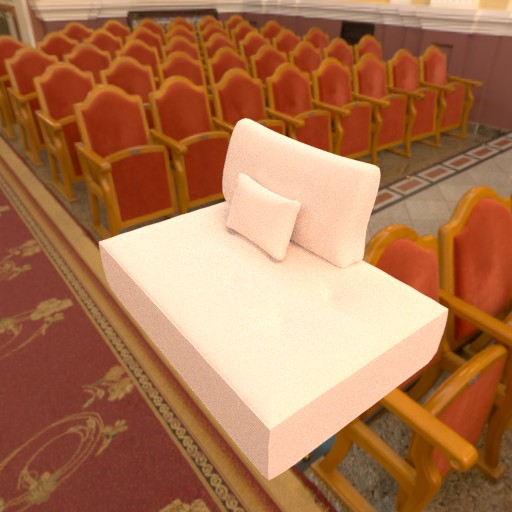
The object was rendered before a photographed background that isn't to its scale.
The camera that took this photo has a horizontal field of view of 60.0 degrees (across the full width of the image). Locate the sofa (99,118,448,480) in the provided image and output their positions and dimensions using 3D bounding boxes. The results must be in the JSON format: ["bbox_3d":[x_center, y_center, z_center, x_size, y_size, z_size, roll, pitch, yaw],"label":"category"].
[{"bbox_3d":[0.000,0.000,2.066,1.000,0.820,1.450,-22,39,-31],"label":"sofa"}]
